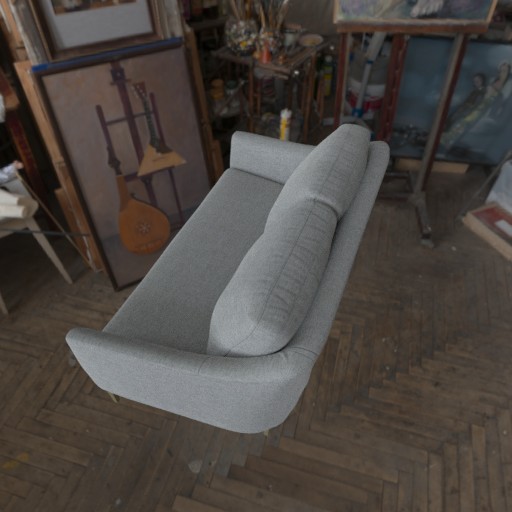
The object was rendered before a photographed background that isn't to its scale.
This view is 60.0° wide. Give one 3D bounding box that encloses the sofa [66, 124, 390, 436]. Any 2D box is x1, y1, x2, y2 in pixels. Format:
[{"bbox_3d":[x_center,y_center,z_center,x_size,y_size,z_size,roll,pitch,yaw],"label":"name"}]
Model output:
[{"bbox_3d":[0.000,0.000,2.183,0.960,0.904,1.619,16,48,15],"label":"sofa"}]
